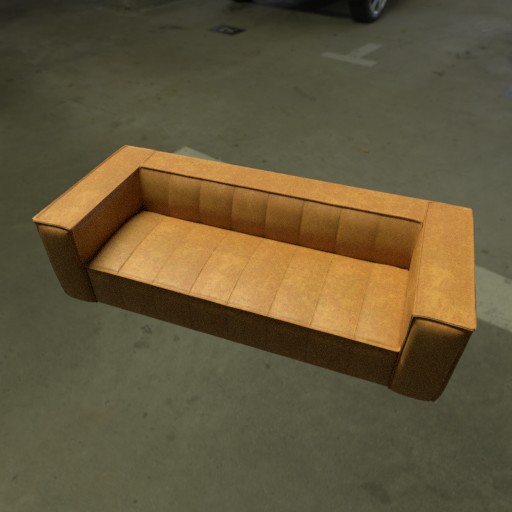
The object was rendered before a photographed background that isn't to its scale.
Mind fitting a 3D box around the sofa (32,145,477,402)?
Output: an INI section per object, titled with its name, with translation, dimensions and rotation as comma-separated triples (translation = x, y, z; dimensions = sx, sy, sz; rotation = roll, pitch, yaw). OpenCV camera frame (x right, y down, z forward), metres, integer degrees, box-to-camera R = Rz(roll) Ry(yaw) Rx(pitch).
[sofa]
translation = 0.000, 0.000, 2.958
dimensions = 2.581, 0.701, 1.102
rotation = 13, 43, 15
